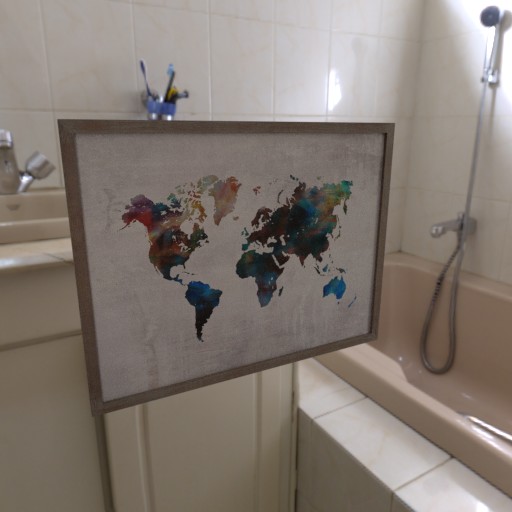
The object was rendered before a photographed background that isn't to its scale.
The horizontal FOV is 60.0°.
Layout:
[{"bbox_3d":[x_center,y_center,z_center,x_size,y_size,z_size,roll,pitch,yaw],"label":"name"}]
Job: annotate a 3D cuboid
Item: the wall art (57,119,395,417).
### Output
[{"bbox_3d":[0.000,0.000,1.332,1.012,0.774,0.019,-8,18,-26],"label":"wall art"}]
